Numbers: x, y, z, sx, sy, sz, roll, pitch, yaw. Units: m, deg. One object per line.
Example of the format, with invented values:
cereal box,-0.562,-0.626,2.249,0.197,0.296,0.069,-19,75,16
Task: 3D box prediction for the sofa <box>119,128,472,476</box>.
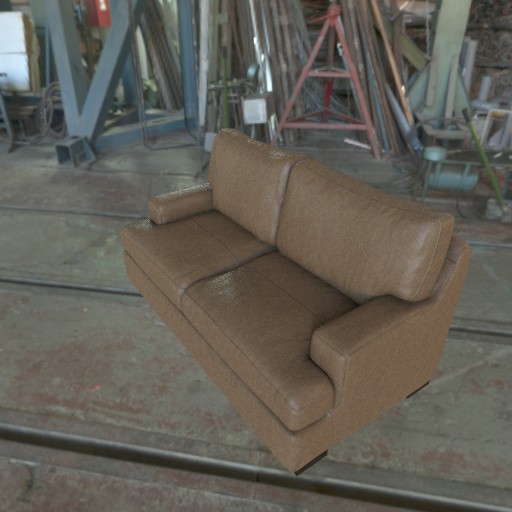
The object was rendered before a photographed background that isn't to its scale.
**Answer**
sofa,0.000,0.000,2.428,0.962,0.980,1.855,-20,36,-30
